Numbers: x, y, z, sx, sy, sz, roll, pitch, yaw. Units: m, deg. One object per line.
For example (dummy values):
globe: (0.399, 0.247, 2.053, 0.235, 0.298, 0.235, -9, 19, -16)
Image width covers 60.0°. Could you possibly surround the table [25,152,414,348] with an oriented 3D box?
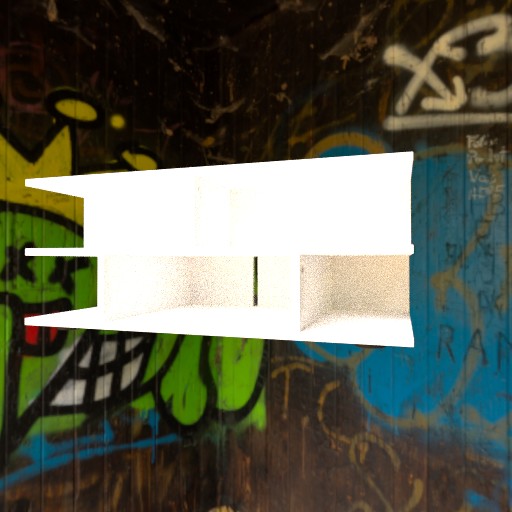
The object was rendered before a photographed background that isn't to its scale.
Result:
table: (0.000, 0.000, 1.072, 0.700, 0.289, 0.700, 0, -1, 18)
